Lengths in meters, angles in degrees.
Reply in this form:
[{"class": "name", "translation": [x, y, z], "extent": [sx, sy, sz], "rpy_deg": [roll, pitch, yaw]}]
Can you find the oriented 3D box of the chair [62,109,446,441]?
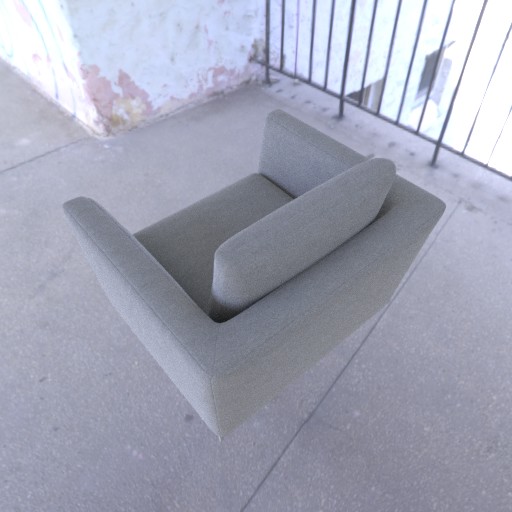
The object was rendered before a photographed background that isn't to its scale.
[{"class": "chair", "translation": [0.000, 0.000, 1.708], "extent": [1.041, 0.864, 0.889], "rpy_deg": [-32, 54, -26]}]
